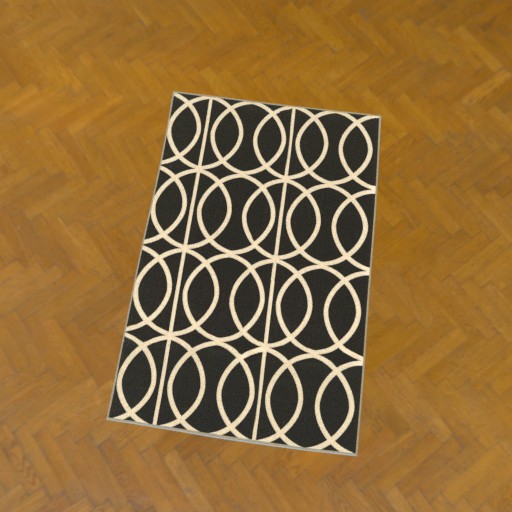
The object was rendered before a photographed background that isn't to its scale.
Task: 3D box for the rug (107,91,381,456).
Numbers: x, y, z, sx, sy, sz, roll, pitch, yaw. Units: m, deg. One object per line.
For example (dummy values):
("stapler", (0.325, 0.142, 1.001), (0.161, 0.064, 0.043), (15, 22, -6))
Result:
("rug", (0.000, 0.000, 2.929), (1.528, 0.014, 2.294), (7, 76, 2))
